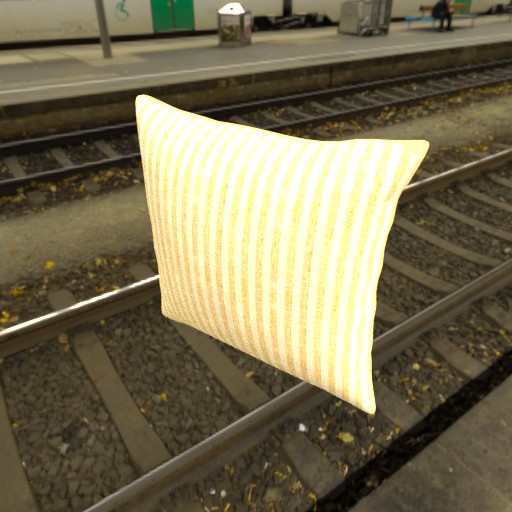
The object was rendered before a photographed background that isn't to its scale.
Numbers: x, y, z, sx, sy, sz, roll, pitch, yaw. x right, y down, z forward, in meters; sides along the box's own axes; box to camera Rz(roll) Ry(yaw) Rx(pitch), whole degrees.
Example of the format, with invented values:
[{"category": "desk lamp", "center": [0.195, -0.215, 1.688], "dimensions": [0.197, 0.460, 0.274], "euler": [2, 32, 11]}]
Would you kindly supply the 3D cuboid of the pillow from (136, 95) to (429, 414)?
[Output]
[{"category": "pillow", "center": [0.000, 0.000, 0.647], "dimensions": [0.419, 0.407, 0.173], "euler": [19, 36, 28]}]
